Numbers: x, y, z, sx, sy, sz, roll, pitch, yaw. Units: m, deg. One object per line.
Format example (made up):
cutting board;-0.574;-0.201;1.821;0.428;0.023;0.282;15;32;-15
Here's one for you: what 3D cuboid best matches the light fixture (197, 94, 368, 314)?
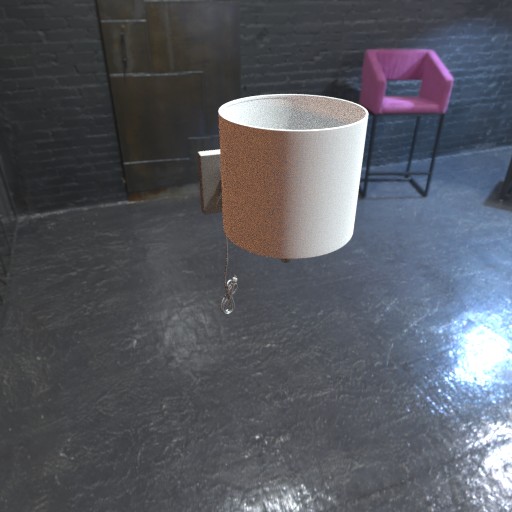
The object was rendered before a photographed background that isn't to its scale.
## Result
light fixture;0.000;0.000;0.904;0.203;0.651;0.516;-10;33;-16
